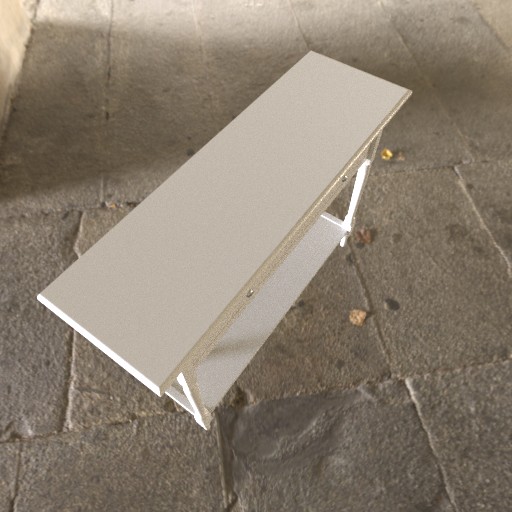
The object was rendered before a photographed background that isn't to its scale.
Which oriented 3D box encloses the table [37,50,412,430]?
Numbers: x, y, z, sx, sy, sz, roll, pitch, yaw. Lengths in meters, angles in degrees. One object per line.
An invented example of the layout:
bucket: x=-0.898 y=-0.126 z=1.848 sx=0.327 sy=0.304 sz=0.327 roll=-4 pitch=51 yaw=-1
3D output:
table: x=0.000 y=0.000 z=1.557 sx=0.384 sy=0.808 sz=1.197 roll=31 pitch=62 yaw=19
